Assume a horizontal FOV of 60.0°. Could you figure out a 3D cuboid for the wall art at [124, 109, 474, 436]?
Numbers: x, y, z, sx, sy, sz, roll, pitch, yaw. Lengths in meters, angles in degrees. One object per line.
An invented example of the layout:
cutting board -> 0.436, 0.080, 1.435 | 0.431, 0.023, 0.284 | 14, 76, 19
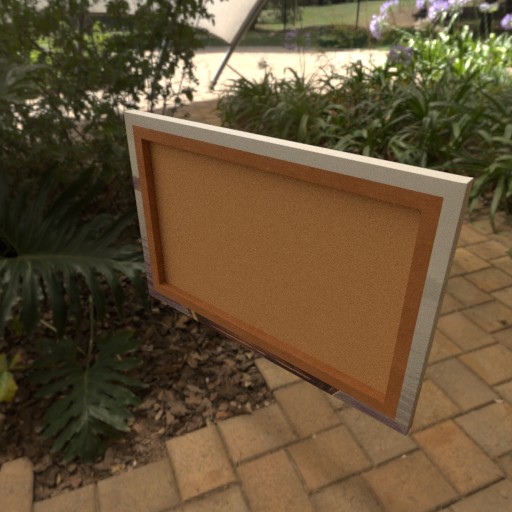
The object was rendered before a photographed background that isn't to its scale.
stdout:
wall art -> 0.000, 0.000, 1.132 | 0.916, 0.609, 0.037 | 22, 36, 34
